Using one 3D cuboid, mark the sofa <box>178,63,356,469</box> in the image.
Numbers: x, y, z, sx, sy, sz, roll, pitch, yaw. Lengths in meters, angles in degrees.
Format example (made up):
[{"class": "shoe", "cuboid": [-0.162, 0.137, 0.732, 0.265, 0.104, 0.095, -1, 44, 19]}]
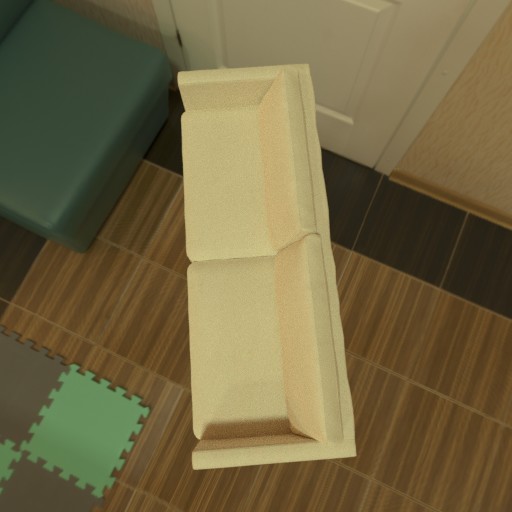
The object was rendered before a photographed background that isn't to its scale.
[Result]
[{"class": "sofa", "cuboid": [0.000, 0.000, 3.306, 1.036, 0.999, 2.779, -4, 76, -1]}]
